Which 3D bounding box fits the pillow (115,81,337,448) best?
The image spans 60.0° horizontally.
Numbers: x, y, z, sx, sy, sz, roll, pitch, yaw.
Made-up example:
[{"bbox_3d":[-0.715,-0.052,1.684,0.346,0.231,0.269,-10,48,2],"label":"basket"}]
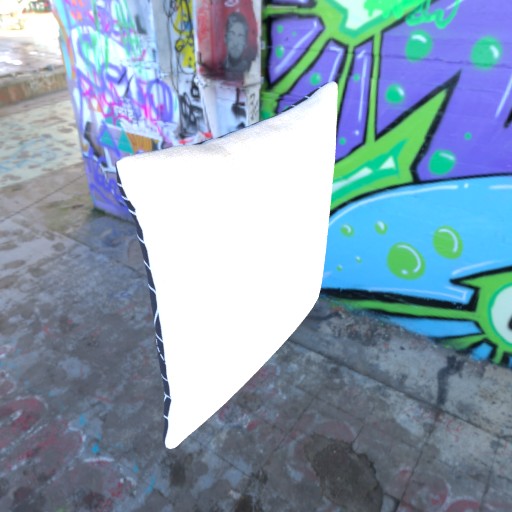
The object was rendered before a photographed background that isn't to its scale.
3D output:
[{"bbox_3d":[0.000,0.000,0.784,0.158,0.508,0.517,20,37,29],"label":"pillow"}]
